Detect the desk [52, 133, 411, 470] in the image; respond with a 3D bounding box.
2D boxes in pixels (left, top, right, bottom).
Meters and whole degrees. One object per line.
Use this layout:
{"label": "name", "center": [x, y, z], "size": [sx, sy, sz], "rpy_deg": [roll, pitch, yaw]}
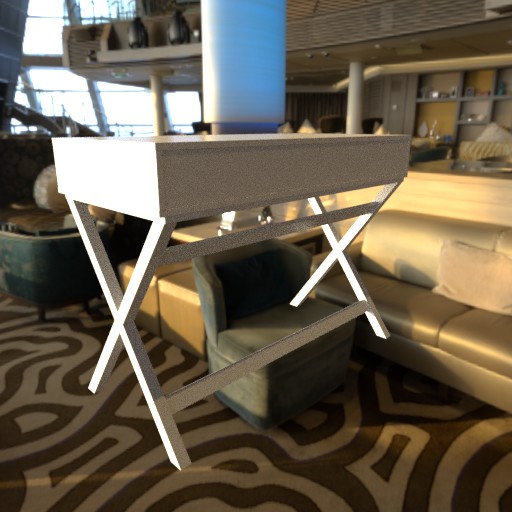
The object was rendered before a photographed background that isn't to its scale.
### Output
{"label": "desk", "center": [0.000, 0.000, 1.496], "size": [1.059, 0.780, 0.509], "rpy_deg": [-16, 23, -43]}
